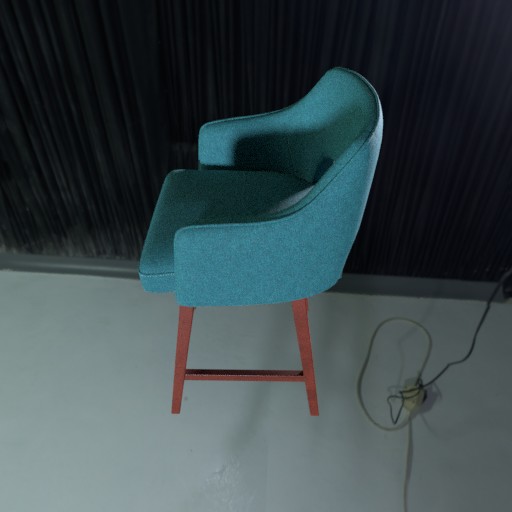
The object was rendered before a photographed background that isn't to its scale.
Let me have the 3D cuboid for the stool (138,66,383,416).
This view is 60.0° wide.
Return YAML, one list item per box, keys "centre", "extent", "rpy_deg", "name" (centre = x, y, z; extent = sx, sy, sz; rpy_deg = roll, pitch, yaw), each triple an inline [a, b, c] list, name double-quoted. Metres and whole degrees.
- centre: [0.000, 0.000, 1.291]
  extent: [0.556, 0.961, 0.548]
  rpy_deg: [1, 42, 1]
  name: "stool"
